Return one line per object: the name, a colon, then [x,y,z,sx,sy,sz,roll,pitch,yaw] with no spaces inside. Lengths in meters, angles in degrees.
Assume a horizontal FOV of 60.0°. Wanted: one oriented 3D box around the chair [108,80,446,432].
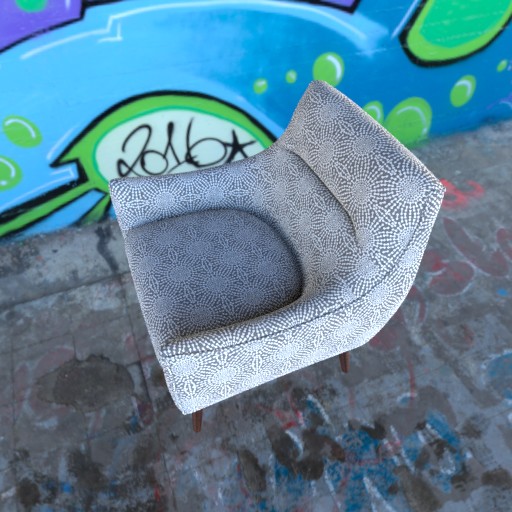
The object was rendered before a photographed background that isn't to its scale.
chair: [0.000,0.000,1.450,0.787,0.838,0.762,-17,49,-15]
